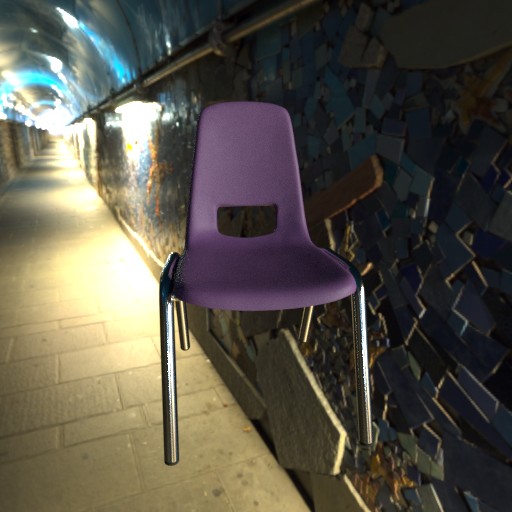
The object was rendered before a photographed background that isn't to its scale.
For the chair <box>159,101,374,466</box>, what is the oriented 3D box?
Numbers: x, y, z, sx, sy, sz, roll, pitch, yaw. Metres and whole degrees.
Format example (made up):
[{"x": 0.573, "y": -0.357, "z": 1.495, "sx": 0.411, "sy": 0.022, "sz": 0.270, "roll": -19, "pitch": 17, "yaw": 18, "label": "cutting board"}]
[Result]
[{"x": 0.000, "y": 0.000, "z": 0.855, "sx": 0.356, "sy": 0.584, "sz": 0.419, "roll": -2, "pitch": 16, "yaw": -7, "label": "chair"}]
